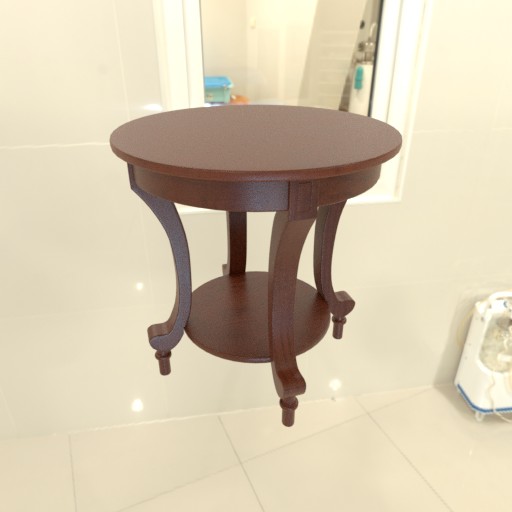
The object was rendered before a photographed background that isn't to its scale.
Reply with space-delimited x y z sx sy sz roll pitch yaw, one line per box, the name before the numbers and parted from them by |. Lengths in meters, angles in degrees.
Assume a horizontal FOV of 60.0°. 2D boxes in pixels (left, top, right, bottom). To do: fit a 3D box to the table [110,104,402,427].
table | 0.000 0.000 1.083 0.597 0.612 0.597 0 28 0
